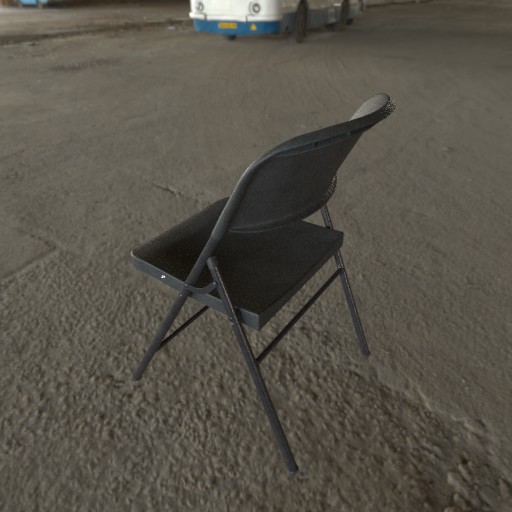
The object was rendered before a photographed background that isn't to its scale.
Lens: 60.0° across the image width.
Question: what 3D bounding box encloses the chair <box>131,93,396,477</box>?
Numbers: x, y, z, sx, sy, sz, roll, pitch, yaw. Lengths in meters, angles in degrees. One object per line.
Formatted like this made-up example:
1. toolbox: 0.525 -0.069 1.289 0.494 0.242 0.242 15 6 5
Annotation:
1. chair: 0.000 0.000 1.138 0.567 0.810 0.494 19 37 28
